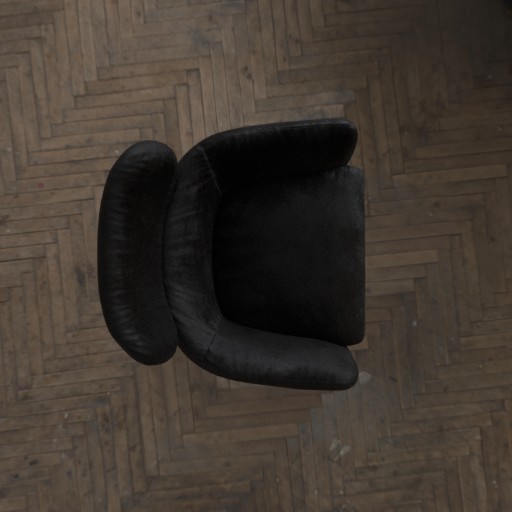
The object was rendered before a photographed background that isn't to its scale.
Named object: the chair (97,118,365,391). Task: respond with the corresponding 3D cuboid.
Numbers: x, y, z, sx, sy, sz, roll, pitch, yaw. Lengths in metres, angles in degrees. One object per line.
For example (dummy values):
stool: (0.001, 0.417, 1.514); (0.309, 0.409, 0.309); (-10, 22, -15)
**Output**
chair: (0.000, 0.000, 1.229); (0.604, 0.818, 0.640); (0, 89, 0)
